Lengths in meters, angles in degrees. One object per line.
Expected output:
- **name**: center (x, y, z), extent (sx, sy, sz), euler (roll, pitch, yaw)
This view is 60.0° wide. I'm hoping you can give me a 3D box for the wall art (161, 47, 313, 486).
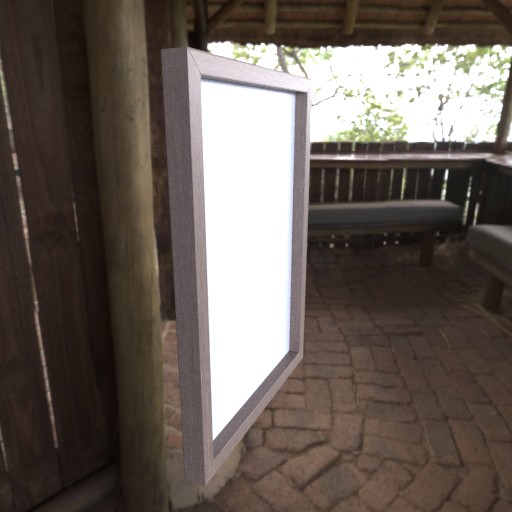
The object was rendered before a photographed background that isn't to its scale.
- **wall art**: center (0.000, 0.000, 0.649), extent (0.032, 0.510, 0.358), euler (8, 19, 25)
